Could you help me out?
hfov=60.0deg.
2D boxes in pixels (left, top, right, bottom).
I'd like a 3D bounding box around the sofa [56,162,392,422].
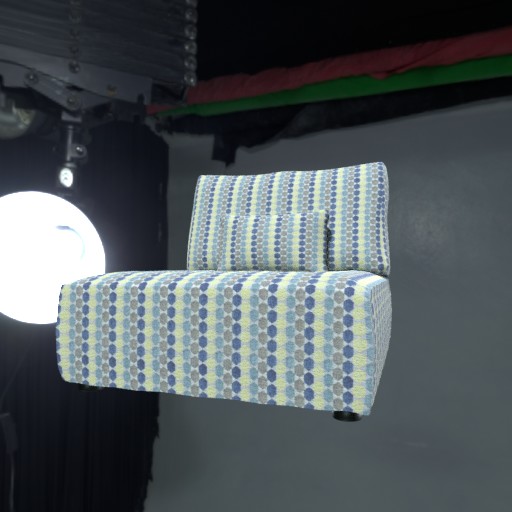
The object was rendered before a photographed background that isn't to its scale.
[{"bbox_3d":[0.000,0.000,1.656,0.930,0.830,1.000,0,-1,19],"label":"sofa"}]
